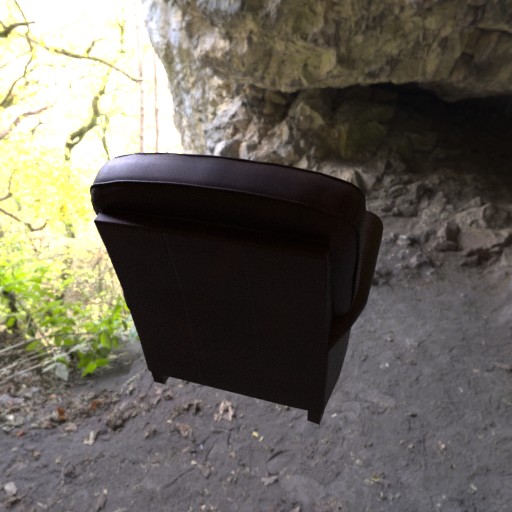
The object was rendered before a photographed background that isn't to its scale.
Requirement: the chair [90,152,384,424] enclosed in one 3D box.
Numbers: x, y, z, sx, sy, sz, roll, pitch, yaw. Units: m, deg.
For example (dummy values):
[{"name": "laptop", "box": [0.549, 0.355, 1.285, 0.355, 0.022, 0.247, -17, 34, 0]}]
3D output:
[{"name": "chair", "box": [0.000, 0.000, 1.765, 0.936, 1.018, 0.986, 9, 32, 15]}]
